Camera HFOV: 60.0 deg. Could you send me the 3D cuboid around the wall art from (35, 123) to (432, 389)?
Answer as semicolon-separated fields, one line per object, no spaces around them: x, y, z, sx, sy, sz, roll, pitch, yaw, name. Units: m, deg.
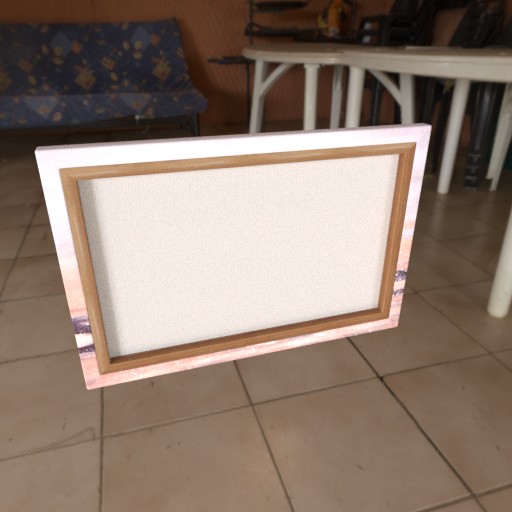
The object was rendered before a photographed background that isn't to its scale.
0.000;0.000;1.134;0.913;0.609;0.038;-8;27;-16;wall art
